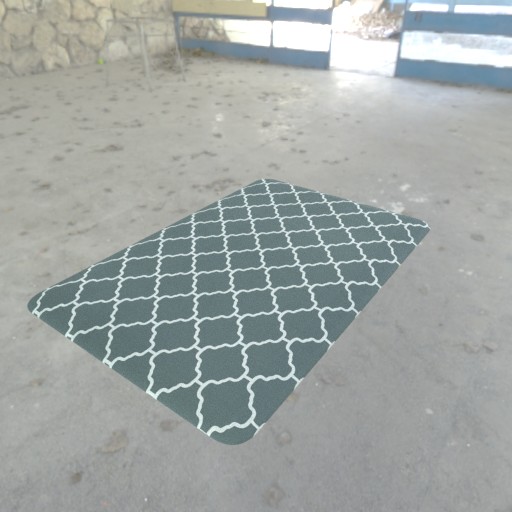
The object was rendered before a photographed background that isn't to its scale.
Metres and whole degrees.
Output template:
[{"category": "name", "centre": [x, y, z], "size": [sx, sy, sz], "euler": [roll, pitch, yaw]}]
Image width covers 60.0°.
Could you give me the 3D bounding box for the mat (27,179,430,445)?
[{"category": "mat", "centre": [0.000, 0.000, 0.933], "size": [0.508, 0.021, 0.762], "euler": [21, 38, 30]}]
